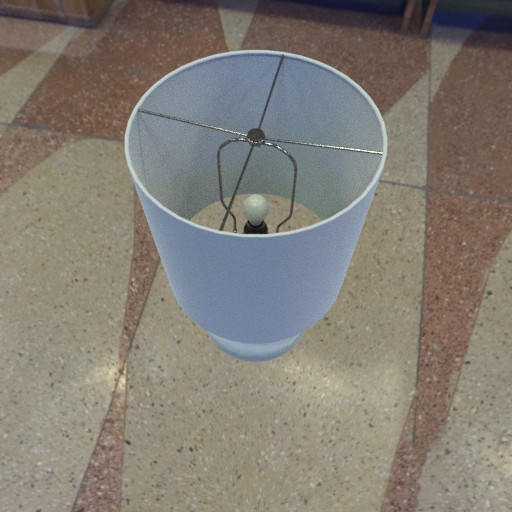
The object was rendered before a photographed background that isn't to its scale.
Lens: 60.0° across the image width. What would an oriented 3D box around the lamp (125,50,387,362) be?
[{"bbox_3d":[0.000,0.000,0.540,0.217,0.404,0.217,12,59,7],"label":"lamp"}]
